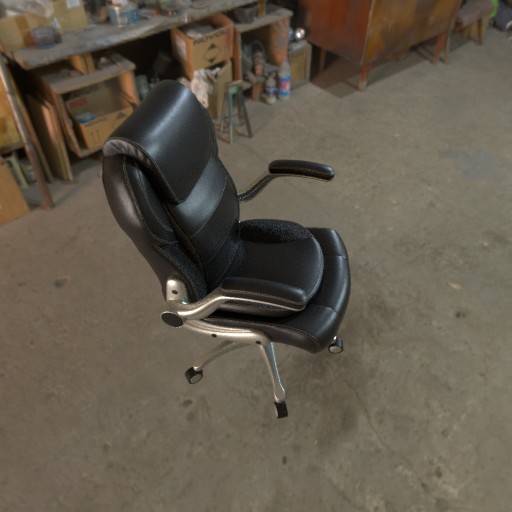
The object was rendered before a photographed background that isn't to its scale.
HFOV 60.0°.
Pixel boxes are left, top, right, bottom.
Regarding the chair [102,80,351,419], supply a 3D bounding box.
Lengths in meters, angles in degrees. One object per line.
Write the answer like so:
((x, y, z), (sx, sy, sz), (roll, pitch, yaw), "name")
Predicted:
((0.000, 0.000, 1.676), (0.801, 1.141, 0.724), (10, 46, 10), "chair")
